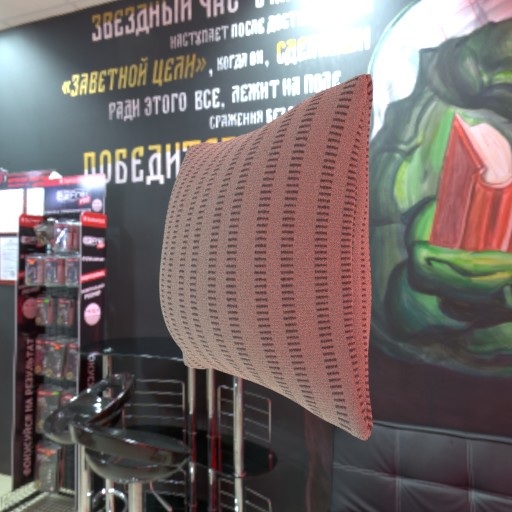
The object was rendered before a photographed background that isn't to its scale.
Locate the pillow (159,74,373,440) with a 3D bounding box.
[{"bbox_3d":[0.000,0.000,0.675,0.247,0.419,0.438,0,0,-36],"label":"pillow"}]
